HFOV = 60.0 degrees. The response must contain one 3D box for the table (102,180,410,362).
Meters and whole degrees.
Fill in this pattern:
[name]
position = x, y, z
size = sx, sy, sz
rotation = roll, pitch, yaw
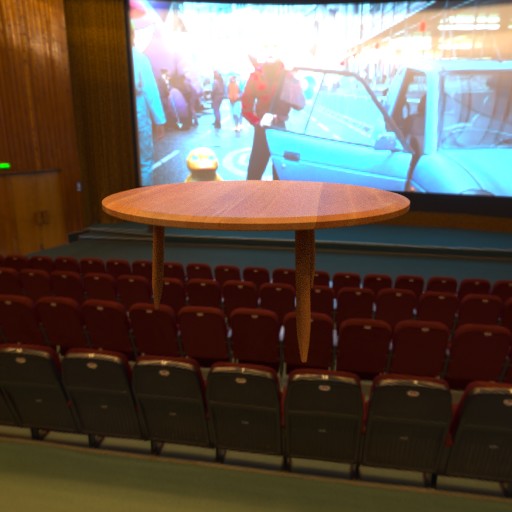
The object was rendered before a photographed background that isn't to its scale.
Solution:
[table]
position = 0.000, 0.000, 1.415
size = 0.900, 0.400, 0.900
rotation = 0, 15, 0
